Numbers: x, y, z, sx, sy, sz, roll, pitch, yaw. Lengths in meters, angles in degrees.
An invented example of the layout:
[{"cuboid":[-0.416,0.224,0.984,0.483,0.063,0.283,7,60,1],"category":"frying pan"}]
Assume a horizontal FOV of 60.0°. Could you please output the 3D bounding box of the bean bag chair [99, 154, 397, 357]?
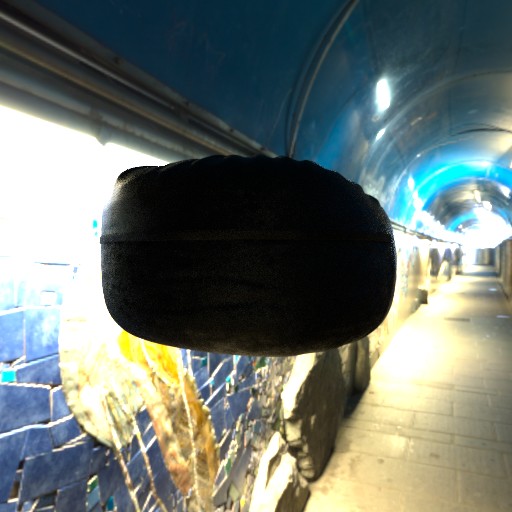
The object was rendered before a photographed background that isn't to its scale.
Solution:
[{"cuboid":[0.000,0.000,2.420,1.524,0.878,1.524,0,0,36],"category":"bean bag chair"}]
